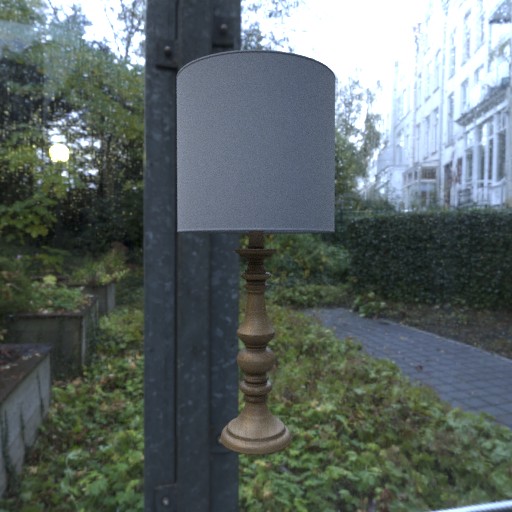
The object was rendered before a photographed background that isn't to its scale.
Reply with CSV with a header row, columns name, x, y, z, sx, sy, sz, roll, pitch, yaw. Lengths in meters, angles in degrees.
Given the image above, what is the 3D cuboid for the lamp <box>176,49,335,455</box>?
name,x,y,z,sx,sy,sz,roll,pitch,yaw
lamp,0.000,0.000,0.717,0.250,0.597,0.250,0,2,0
